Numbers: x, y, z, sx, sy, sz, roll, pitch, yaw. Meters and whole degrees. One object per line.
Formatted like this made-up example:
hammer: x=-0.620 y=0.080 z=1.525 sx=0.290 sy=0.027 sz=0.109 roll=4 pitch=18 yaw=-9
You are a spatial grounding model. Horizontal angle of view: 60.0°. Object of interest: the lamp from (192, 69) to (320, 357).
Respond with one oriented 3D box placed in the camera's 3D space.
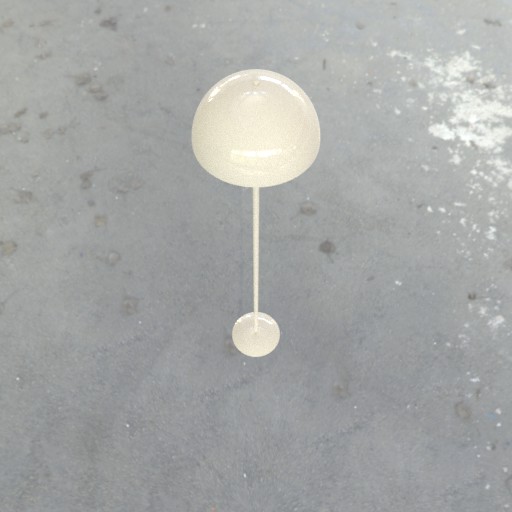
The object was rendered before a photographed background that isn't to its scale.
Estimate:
lamp: x=0.000 y=0.000 z=1.618 sx=0.328 sy=1.480 sz=0.328 roll=0 pitch=58 yaw=0
